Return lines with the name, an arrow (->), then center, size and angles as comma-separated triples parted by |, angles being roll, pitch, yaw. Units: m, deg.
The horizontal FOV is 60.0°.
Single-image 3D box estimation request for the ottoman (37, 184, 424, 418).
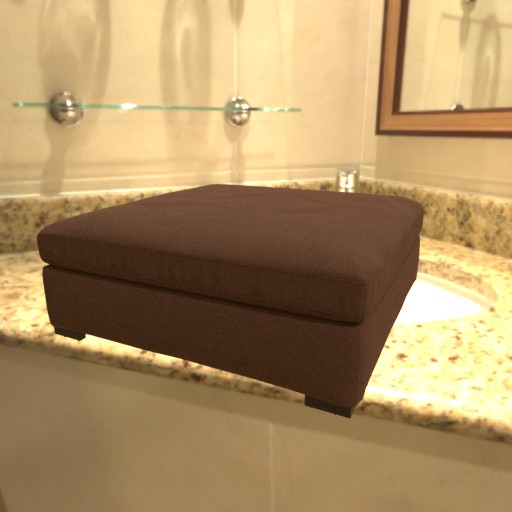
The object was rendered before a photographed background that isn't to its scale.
ottoman -> 0.000, 0.000, 1.840 | 1.181, 0.470, 1.181 | 8, 18, 25
